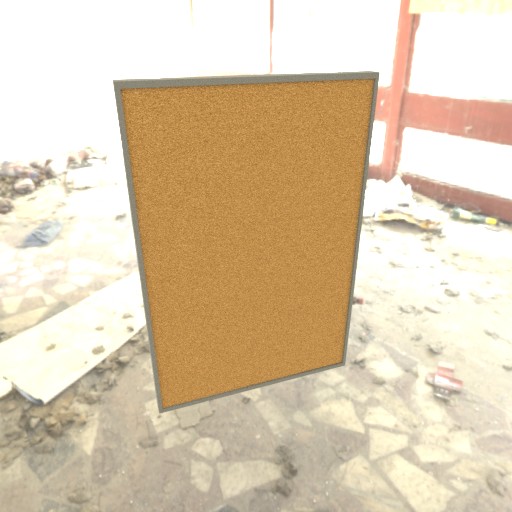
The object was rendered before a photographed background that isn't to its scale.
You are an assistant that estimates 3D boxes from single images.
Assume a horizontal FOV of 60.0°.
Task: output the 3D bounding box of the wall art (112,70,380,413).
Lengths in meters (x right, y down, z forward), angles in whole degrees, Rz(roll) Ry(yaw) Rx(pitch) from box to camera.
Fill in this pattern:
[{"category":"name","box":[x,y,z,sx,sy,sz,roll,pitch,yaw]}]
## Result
[{"category":"wall art","box":[0.000,0.000,0.993,0.511,0.753,0.039,-9,29,-17]}]
